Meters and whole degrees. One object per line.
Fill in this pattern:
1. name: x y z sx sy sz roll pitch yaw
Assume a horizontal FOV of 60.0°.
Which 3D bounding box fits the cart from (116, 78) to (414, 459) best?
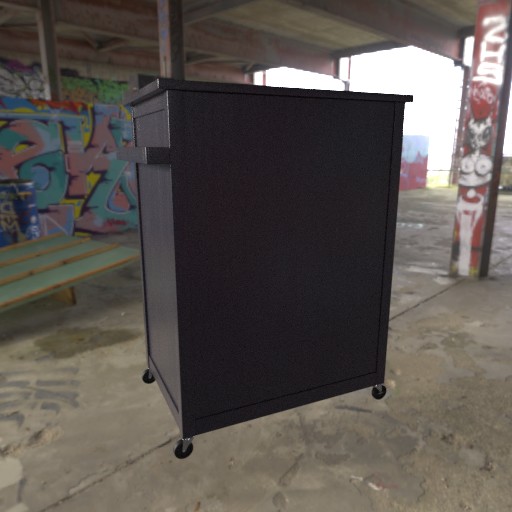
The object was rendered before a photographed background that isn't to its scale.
1. cart: 0.000 0.000 1.295 0.690 0.878 0.449 -6 15 -24
